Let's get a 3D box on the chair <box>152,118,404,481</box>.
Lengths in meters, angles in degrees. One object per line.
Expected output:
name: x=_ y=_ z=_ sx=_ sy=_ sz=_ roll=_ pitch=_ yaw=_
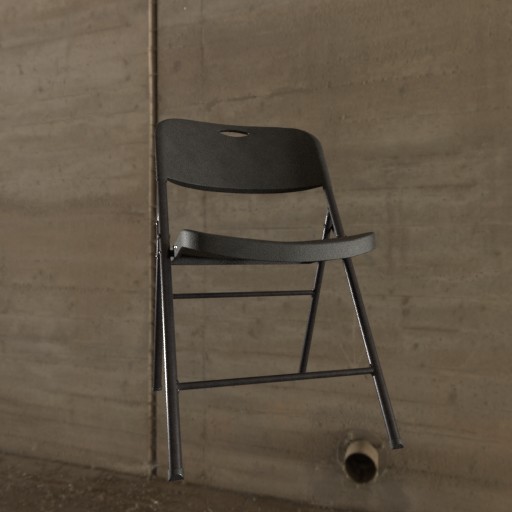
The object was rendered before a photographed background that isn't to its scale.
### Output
chair: x=0.000 y=0.000 z=1.131 sx=0.494 sy=0.810 sz=0.566 roll=0 pitch=1 yaw=-16
